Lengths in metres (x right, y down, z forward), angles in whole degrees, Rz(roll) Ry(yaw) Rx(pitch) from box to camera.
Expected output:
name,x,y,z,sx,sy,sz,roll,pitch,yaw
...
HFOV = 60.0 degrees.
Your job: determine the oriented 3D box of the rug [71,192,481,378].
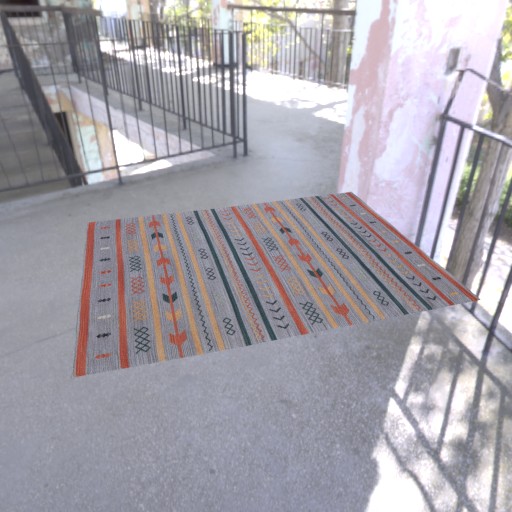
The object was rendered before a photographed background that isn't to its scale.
name,x,y,z,sx,sy,sz,roll,pitch,yaw
rug,0.000,0.000,4.038,3.029,0.022,2.263,-8,32,-13
